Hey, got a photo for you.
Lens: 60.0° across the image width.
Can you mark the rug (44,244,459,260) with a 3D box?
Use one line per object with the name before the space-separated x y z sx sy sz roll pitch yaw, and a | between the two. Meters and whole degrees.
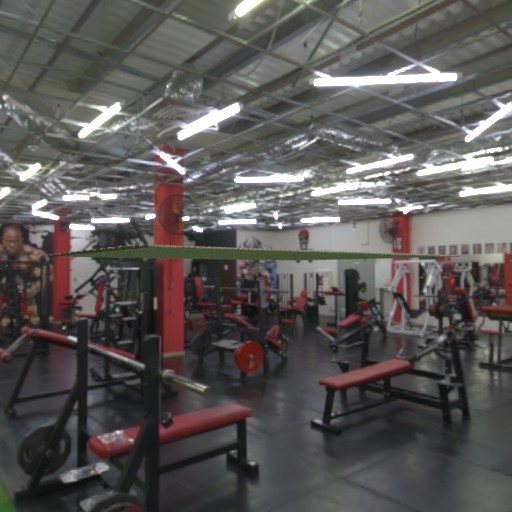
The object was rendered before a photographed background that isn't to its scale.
rug | 0.000 0.000 2.310 1.802 0.008 1.247 1 -2 -36
